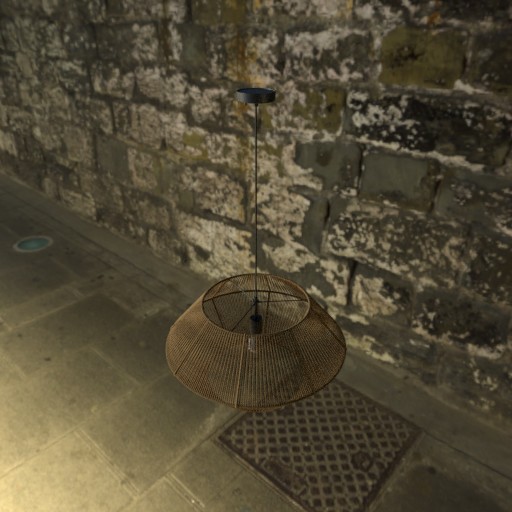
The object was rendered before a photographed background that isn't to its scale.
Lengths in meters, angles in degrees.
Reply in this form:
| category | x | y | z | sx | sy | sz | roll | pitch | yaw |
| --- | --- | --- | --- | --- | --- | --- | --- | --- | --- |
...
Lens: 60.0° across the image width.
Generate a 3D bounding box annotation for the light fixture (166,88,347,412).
| category | x | y | z | sx | sy | sz | roll | pitch | yaw |
| --- | --- | --- | --- | --- | --- | --- | --- | --- | --- |
| light fixture | 0.000 | 0.000 | 1.429 | 0.643 | 1.009 | 0.643 | 0 | 29 | 0 |
